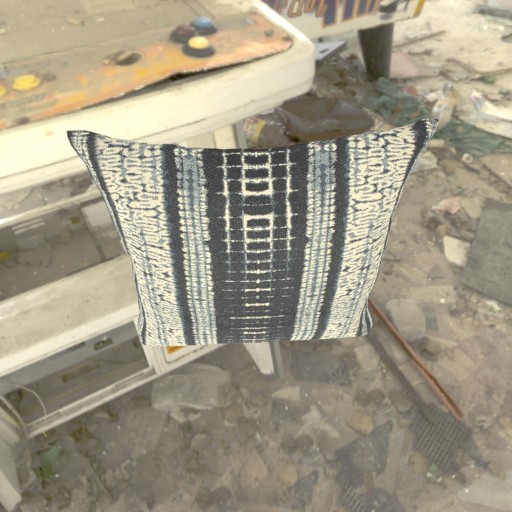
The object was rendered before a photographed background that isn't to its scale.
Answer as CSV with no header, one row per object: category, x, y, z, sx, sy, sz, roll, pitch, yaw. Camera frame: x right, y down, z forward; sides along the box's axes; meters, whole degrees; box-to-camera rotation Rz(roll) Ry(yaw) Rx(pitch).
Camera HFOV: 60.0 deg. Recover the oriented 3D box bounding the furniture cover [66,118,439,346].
furniture cover,0.000,0.000,0.660,0.425,0.435,0.133,-2,47,-2
